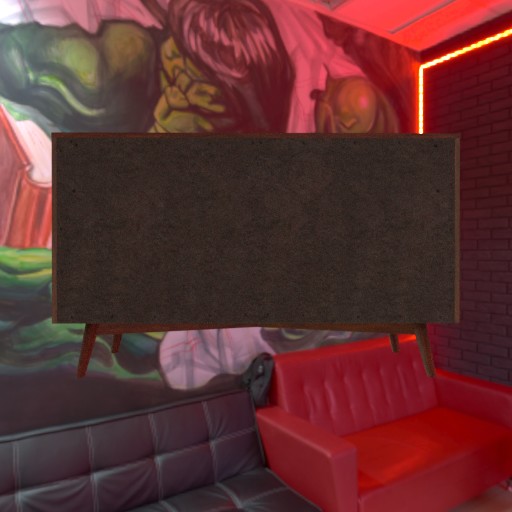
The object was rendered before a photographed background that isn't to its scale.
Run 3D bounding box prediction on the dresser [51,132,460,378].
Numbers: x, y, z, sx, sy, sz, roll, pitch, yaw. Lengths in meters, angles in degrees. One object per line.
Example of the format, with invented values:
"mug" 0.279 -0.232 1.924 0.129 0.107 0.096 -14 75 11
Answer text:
"dresser" 0.000 0.000 1.847 1.472 0.889 0.500 0 0 0
